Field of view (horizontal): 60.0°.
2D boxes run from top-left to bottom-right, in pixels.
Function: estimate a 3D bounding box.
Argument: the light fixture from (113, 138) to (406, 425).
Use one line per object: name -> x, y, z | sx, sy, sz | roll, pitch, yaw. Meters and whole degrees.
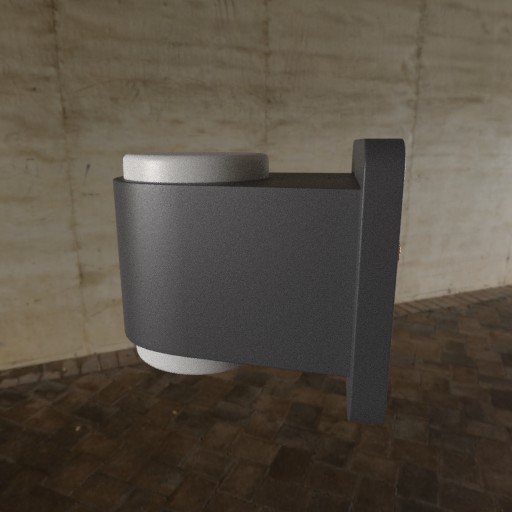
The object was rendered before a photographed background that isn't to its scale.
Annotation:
light fixture -> 0.000, 0.000, 0.214 | 0.132, 0.109, 0.109 | 2, 15, 10
